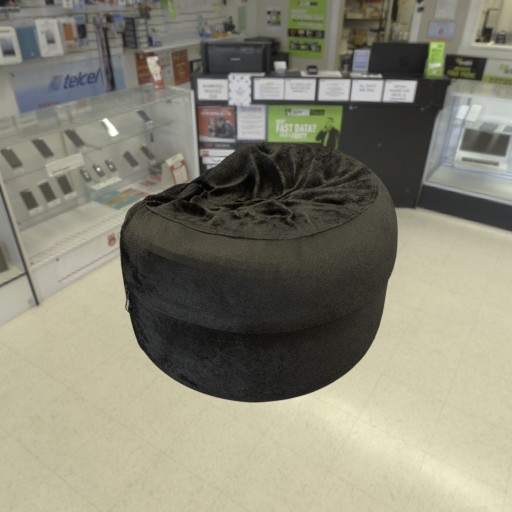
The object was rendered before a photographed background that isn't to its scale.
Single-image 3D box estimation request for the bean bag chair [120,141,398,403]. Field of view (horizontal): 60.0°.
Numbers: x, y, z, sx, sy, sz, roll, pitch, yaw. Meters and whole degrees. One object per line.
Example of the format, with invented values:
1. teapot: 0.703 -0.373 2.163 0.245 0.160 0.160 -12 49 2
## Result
1. bean bag chair: 0.000 0.000 1.547 0.918 0.605 0.918 0 32 0
